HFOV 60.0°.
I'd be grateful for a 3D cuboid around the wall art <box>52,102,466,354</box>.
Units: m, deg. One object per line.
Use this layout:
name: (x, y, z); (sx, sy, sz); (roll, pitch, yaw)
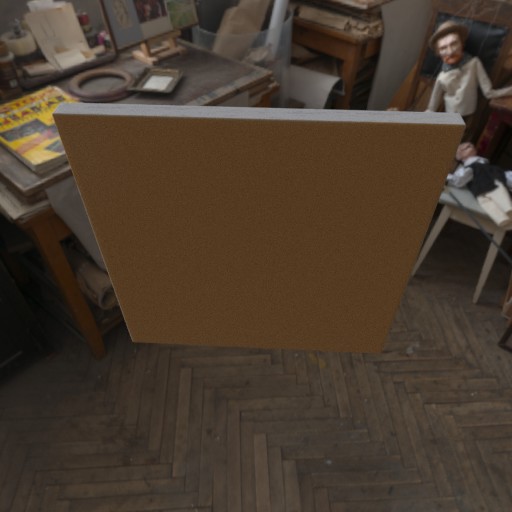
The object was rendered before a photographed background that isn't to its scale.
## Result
wall art: (0.000, 0.000, 1.857); (1.287, 1.288, 0.078); (2, 46, 2)
